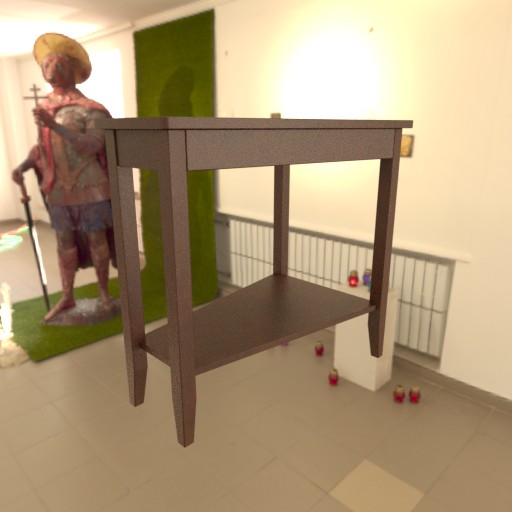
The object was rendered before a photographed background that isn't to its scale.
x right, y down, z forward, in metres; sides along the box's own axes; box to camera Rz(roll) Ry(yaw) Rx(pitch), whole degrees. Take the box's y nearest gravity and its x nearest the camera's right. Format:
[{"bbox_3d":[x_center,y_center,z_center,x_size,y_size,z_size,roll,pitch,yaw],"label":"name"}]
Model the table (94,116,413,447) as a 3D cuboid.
[{"bbox_3d":[0.000,0.000,1.002,0.399,0.589,0.605,16,22,43],"label":"table"}]
